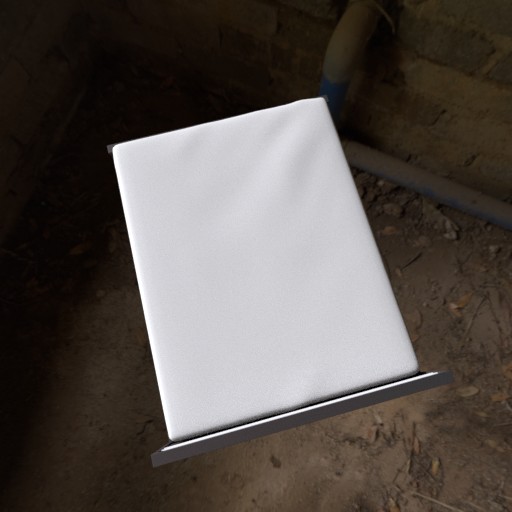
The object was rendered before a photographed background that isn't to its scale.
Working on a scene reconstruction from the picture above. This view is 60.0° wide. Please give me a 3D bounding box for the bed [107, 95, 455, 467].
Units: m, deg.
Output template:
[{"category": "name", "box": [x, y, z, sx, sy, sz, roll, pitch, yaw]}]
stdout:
[{"category": "bed", "box": [0.000, 0.000, 2.963, 1.634, 0.808, 2.103, -14, 75, -4]}]
